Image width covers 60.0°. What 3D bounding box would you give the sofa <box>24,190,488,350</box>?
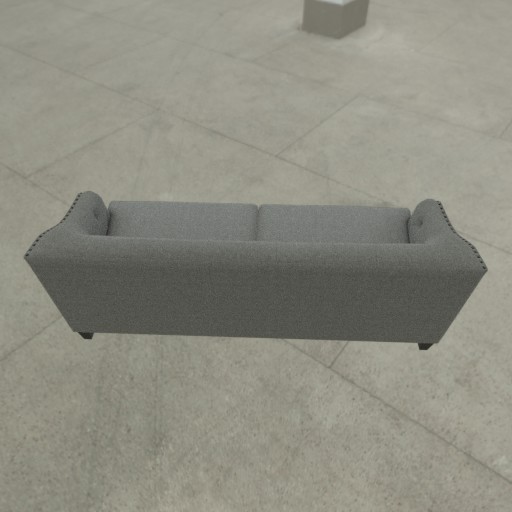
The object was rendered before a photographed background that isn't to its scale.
[{"bbox_3d":[0.000,0.000,2.717,2.235,0.901,0.914,2,45,2],"label":"sofa"}]
